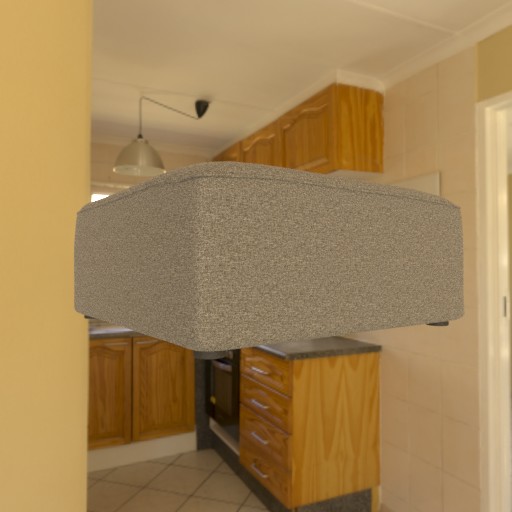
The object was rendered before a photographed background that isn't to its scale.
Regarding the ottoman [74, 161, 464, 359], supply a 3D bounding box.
[{"bbox_3d":[0.000,0.000,1.585,1.015,0.464,1.005,1,-1,-36],"label":"ottoman"}]
